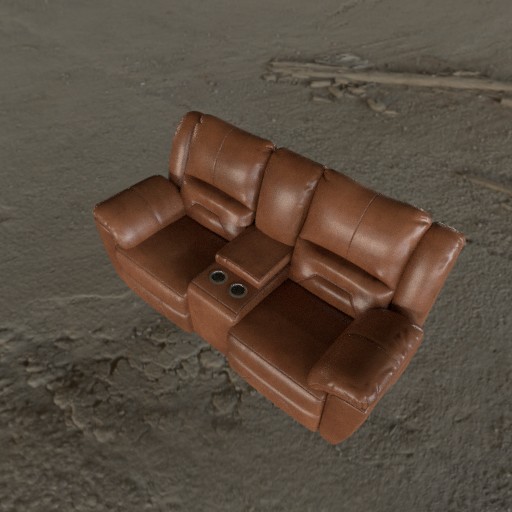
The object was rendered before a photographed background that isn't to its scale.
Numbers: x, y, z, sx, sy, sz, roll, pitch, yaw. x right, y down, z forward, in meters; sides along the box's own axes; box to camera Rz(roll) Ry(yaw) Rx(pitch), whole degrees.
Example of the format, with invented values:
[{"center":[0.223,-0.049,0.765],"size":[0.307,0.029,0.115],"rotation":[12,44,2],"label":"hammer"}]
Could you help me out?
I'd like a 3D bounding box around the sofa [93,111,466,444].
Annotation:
[{"center":[0.000,0.000,2.678],"size":[2.058,1.043,0.991],"rotation":[32,54,27],"label":"sofa"}]
